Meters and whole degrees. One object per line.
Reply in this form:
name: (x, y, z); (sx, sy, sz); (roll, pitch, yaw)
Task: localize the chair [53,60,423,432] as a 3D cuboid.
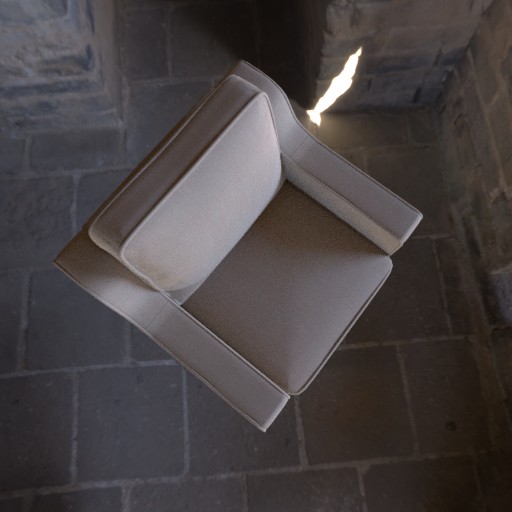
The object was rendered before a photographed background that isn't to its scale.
chair: (0.000, 0.000, 1.659); (0.882, 0.948, 0.922); (37, 79, 9)
